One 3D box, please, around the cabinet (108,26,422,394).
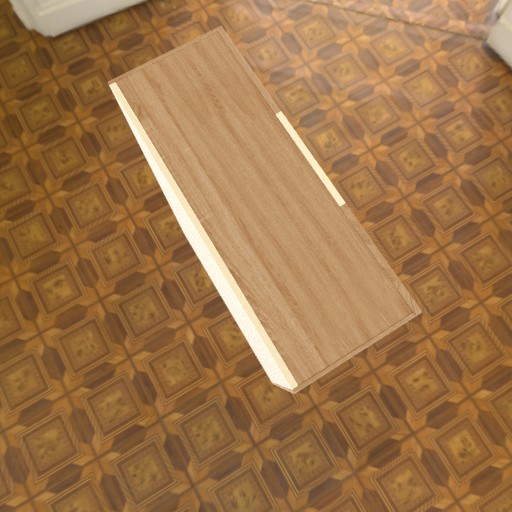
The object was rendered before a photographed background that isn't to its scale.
[{"bbox_3d":[0.000,0.000,2.803,0.590,2.120,1.500,-30,77,-8],"label":"cabinet"}]
